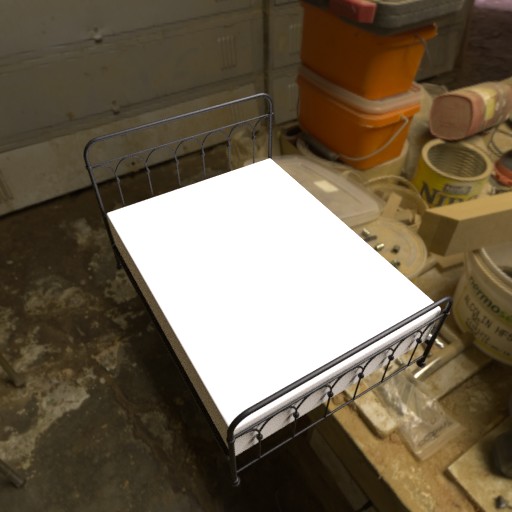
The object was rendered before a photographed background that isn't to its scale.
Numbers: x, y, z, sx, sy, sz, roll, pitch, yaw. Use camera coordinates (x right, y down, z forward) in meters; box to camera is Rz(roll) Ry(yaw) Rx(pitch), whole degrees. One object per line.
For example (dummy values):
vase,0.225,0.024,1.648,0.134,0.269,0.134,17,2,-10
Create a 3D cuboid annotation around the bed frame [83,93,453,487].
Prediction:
bed frame,0.000,0.000,3.221,1.664,1.276,2.203,-23,49,-21
